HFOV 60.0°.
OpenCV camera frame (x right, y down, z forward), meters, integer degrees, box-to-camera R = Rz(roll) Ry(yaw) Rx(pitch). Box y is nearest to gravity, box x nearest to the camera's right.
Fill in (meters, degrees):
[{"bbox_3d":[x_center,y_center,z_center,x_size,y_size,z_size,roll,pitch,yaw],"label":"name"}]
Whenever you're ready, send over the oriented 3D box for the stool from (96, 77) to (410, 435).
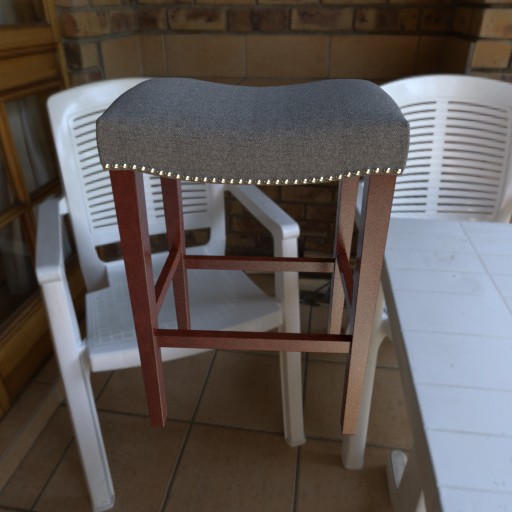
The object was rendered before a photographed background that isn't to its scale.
[{"bbox_3d":[0.000,0.000,1.012,0.504,0.742,0.372,1,30,2],"label":"stool"}]
